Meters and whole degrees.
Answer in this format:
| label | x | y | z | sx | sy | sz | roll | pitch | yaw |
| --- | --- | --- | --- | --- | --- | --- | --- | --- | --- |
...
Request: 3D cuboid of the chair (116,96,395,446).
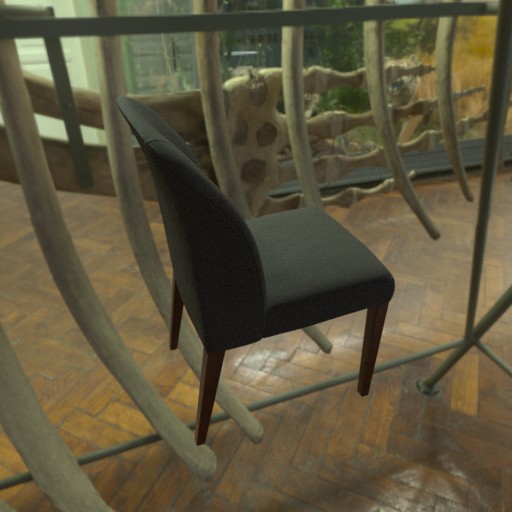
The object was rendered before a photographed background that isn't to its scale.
| label | x | y | z | sx | sy | sz | roll | pitch | yaw |
| --- | --- | --- | --- | --- | --- | --- | --- | --- | --- |
| chair | 0.000 | 0.000 | 1.242 | 0.619 | 0.879 | 0.506 | -10 | 32 | -17 |
